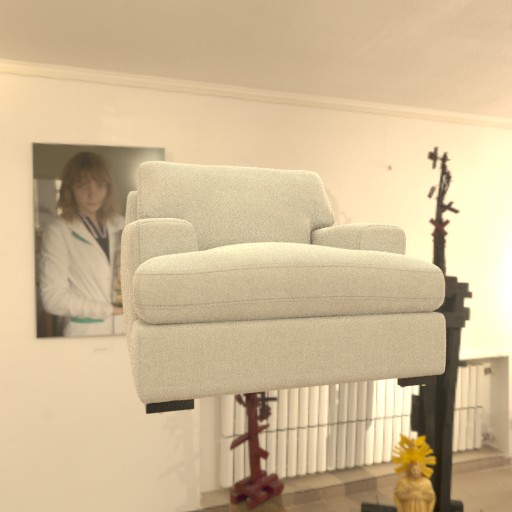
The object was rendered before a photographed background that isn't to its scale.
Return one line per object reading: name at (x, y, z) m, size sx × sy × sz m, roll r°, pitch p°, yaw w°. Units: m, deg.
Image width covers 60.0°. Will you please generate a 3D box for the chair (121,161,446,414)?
chair at (0.000, 0.000, 1.955) m, size 1.140 × 0.930 × 1.158 m, roll 0°, pitch 0°, yaw -18°
